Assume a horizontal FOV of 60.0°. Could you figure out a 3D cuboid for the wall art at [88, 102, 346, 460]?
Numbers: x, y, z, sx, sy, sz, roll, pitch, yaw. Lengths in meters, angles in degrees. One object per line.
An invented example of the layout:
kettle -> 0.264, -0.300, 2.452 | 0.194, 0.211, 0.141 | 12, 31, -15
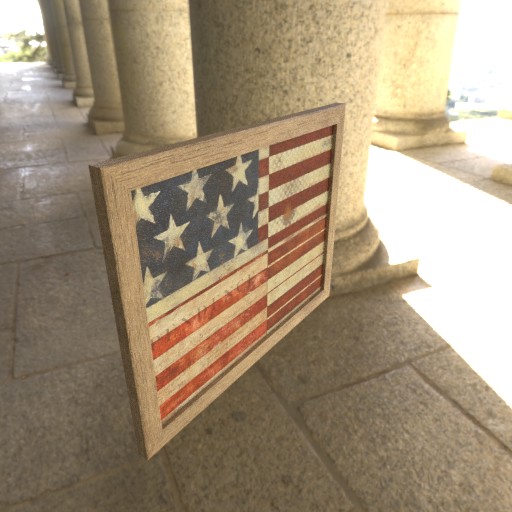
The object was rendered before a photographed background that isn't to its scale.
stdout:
wall art -> 0.000, 0.000, 0.929 | 0.026, 0.535, 0.690 | 18, 32, 32
